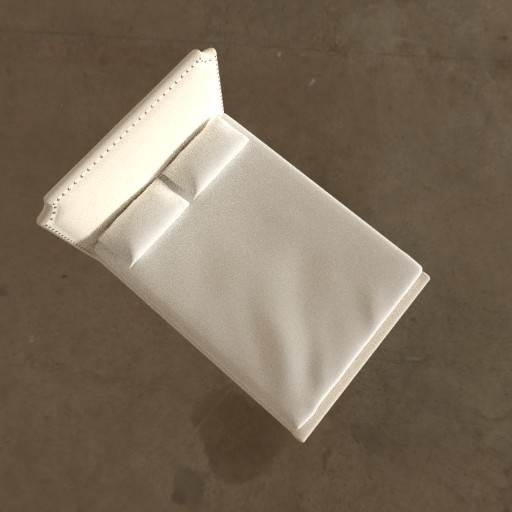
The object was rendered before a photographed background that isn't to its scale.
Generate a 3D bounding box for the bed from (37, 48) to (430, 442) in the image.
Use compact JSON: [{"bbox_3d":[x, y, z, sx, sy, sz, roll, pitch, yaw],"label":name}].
[{"bbox_3d":[0.000,0.000,3.417,2.365,1.443,1.712,40,80,8],"label":"bed"}]
